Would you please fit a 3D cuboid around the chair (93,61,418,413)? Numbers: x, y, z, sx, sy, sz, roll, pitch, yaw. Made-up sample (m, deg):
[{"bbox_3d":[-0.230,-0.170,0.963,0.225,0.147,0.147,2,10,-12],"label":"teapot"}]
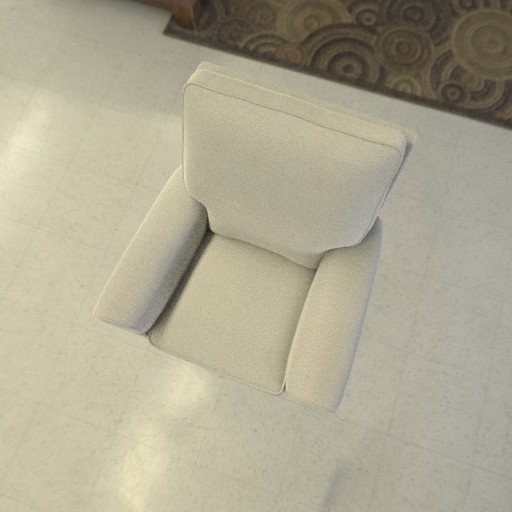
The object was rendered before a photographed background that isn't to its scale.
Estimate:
[{"bbox_3d":[0.000,0.000,1.620,0.890,0.960,0.878,21,75,6],"label":"chair"}]
